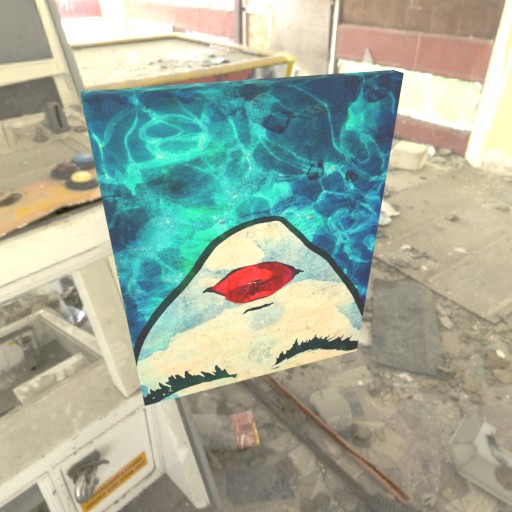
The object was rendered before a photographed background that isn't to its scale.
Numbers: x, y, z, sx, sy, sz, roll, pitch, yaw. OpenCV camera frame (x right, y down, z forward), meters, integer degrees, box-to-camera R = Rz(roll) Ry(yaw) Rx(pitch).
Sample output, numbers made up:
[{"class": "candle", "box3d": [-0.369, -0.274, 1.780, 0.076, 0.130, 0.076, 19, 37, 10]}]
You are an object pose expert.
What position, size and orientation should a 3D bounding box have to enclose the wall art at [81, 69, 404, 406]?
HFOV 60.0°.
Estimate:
[{"class": "wall art", "box3d": [0.000, 0.000, 1.017, 0.609, 0.760, 0.038, -10, 34, -16]}]
